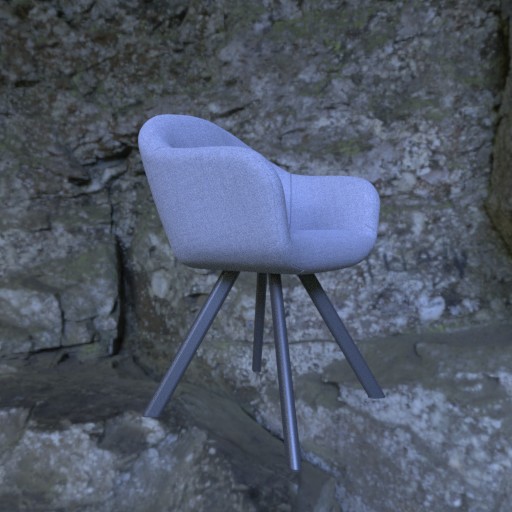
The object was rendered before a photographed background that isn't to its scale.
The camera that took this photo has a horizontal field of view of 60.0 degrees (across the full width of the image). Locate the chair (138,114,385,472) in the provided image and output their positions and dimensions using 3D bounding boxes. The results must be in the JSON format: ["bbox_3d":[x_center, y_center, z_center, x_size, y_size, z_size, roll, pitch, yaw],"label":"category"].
[{"bbox_3d":[0.000,0.000,1.187,0.550,0.795,0.590,2,3,36],"label":"chair"}]
